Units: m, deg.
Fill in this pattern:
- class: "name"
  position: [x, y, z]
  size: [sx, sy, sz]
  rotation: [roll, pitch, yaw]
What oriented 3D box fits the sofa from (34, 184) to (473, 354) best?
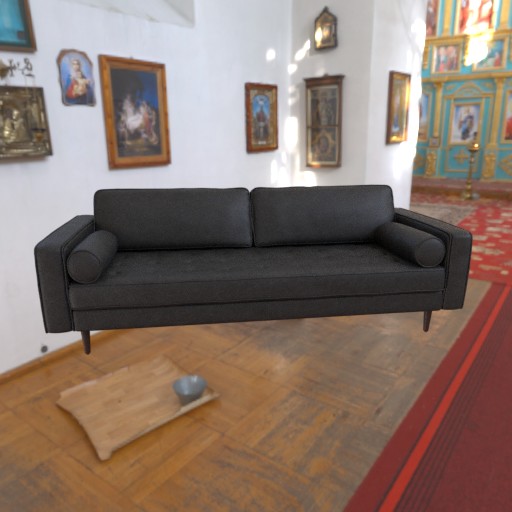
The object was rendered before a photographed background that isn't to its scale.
- class: "sofa"
  position: [0.000, 0.000, 2.614]
  size: [2.210, 0.762, 0.914]
  rotation: [-2, 15, -8]
